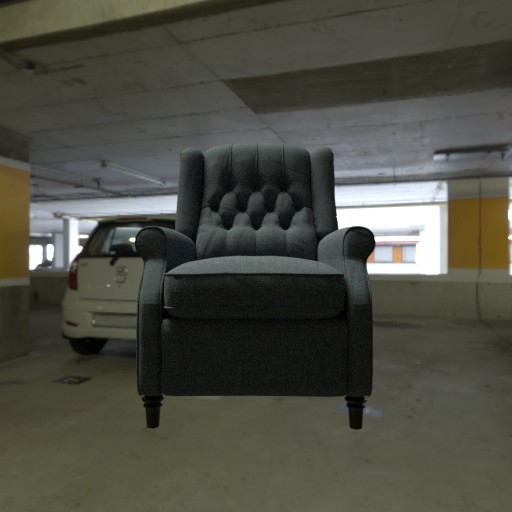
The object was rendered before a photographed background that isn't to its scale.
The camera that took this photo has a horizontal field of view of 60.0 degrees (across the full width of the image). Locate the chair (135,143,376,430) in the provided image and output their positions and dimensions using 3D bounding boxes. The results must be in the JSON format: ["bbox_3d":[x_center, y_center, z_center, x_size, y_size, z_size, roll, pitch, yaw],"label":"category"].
[{"bbox_3d":[0.000,0.000,1.683,0.742,1.035,0.898,0,0,1],"label":"chair"}]
